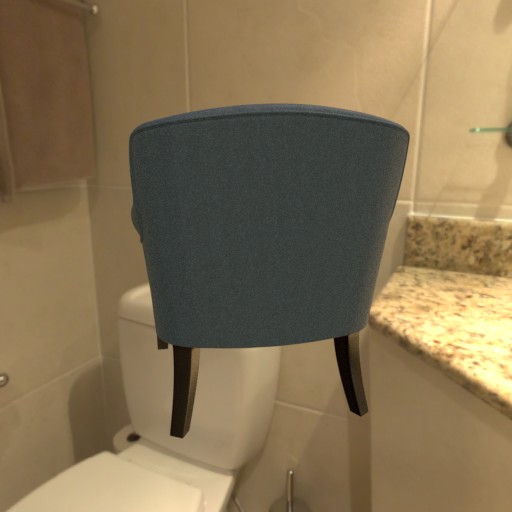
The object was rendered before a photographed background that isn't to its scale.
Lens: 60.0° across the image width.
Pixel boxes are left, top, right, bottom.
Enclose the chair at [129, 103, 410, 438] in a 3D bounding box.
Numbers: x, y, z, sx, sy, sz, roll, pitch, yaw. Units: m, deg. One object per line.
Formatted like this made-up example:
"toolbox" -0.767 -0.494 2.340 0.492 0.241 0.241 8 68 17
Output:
"chair" 0.000 0.000 1.441 0.770 0.878 0.754 -3 14 -11
